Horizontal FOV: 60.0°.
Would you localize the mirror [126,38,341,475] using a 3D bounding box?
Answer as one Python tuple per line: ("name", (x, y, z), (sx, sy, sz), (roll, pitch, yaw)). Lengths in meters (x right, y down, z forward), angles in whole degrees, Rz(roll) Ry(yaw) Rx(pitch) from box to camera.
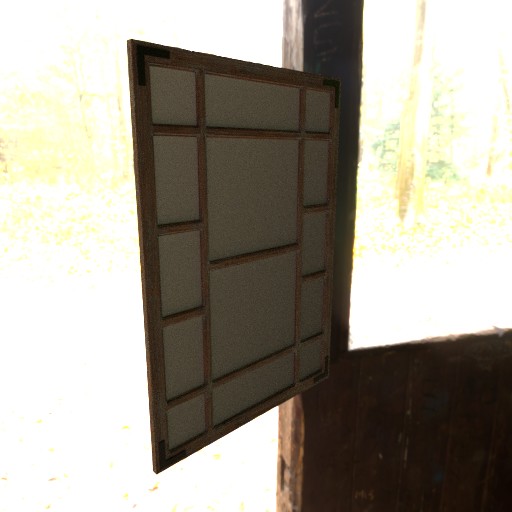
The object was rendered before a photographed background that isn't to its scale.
("mirror", (0.000, 0.000, 1.229), (0.705, 0.996, 0.025), (-12, 18, -43))
